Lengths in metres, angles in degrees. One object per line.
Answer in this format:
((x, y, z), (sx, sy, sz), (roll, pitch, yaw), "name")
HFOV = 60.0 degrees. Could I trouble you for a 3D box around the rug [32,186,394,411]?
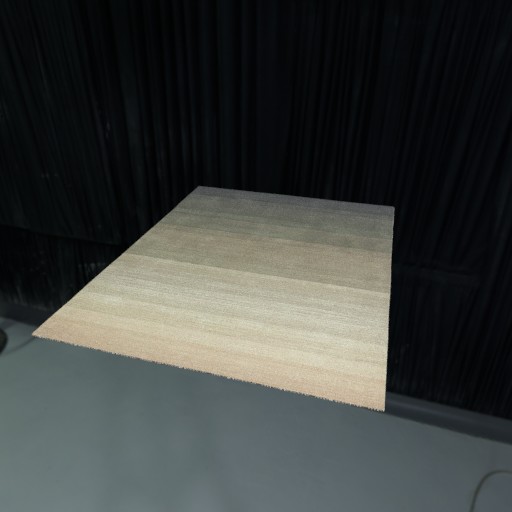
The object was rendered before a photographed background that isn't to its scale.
((0.000, 0.000, 3.930), (2.315, 0.015, 2.932), (8, 31, 14), "rug")
